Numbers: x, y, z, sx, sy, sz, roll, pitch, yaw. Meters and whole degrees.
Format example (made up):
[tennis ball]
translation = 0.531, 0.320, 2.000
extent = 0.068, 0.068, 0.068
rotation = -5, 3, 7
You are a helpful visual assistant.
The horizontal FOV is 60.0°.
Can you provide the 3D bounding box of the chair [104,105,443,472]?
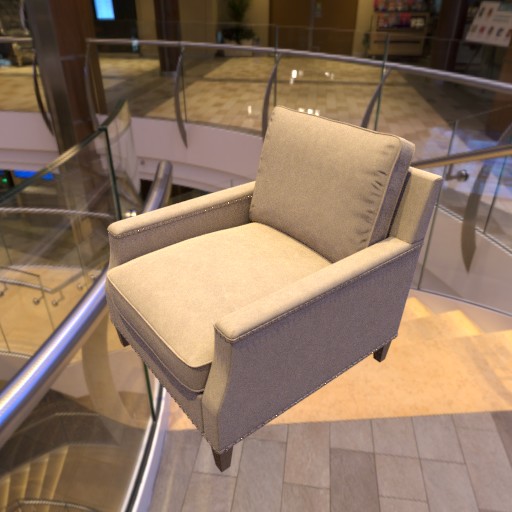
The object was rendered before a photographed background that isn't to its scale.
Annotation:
[chair]
translation = 0.000, 0.000, 1.724
extent = 1.014, 0.943, 0.853
rotation = -22, 37, -32
